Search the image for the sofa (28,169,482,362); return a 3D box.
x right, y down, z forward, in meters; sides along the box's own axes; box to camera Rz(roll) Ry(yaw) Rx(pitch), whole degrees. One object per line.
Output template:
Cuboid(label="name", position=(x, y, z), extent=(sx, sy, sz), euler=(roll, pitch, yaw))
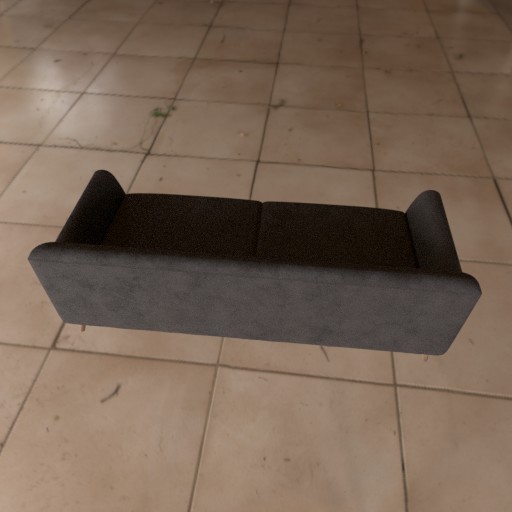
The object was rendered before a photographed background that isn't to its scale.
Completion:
Cuboid(label="sofa", position=(0.000, 0.000, 2.651), extent=(2.190, 0.740, 0.900), euler=(4, 47, 4))
